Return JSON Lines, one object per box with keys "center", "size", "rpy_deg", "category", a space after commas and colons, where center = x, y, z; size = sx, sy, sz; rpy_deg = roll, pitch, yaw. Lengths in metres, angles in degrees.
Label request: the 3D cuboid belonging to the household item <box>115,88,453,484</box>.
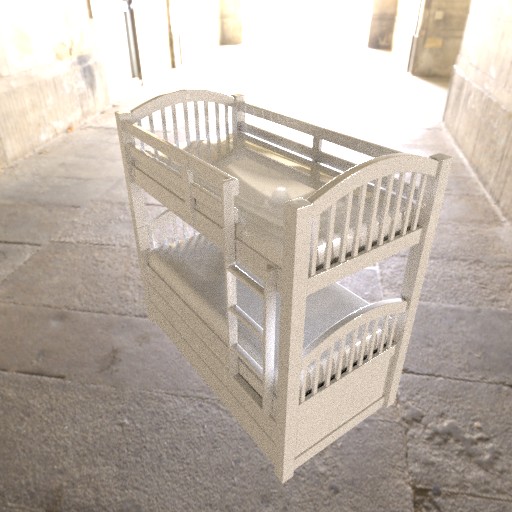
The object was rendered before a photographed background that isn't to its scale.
{"center": [0.000, 0.000, 3.271], "size": [1.143, 2.032, 2.032], "rpy_deg": [-21, 37, -30], "category": "household item"}
